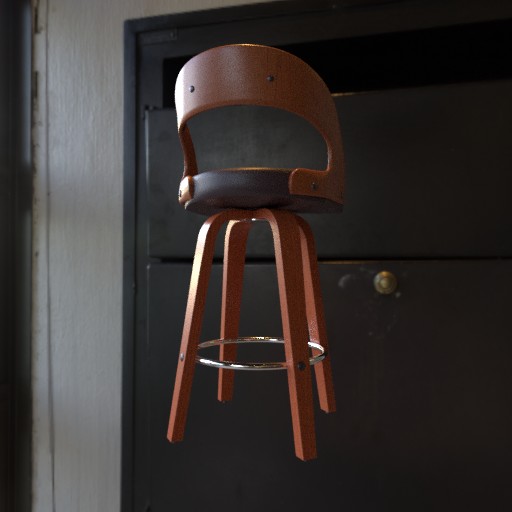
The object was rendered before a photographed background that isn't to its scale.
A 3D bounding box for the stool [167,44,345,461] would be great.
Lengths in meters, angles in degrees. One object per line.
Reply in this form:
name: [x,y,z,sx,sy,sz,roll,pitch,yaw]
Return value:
stool: [0.000,0.000,1.202,0.457,0.940,0.457,0,-1,18]
